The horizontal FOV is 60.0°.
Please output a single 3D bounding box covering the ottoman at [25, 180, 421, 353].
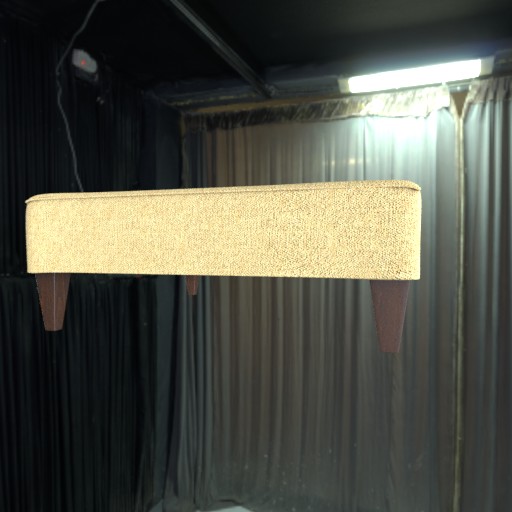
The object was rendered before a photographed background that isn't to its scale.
[{"bbox_3d":[0.000,0.000,1.468,0.970,0.378,0.981,0,1,16],"label":"ottoman"}]
